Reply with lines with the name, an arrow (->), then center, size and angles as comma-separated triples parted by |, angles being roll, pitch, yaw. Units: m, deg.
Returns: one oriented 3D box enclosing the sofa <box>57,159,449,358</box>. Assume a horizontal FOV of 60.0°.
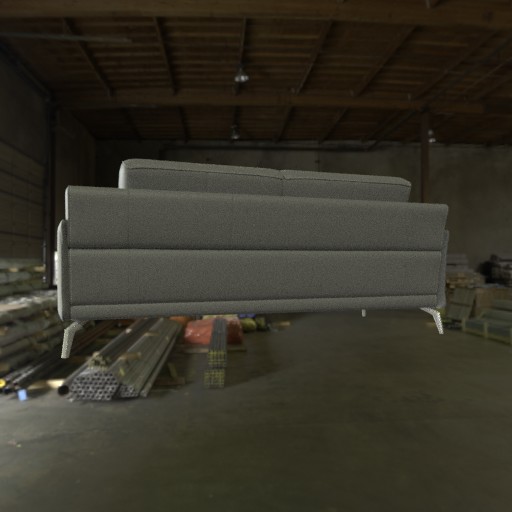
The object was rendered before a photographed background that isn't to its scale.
sofa -> 0.000, 0.000, 2.627 | 2.100, 0.900, 0.969 | 0, -1, -19
